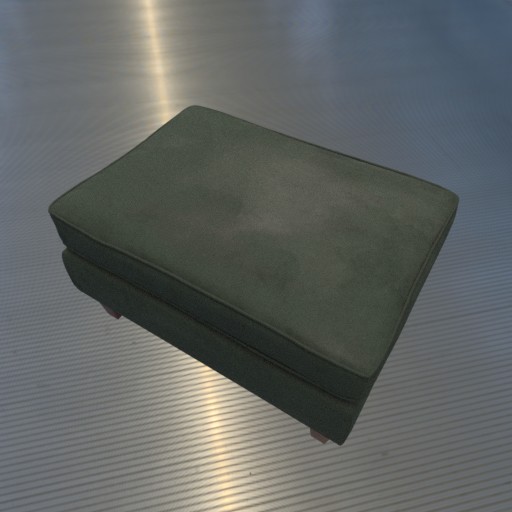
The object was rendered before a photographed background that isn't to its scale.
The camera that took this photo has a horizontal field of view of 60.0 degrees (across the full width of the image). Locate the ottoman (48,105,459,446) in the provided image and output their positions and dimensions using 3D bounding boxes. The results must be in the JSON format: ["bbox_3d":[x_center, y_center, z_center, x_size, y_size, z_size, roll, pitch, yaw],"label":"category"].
[{"bbox_3d":[0.000,0.000,1.237,0.864,0.495,0.632,25,52,21],"label":"ottoman"}]
